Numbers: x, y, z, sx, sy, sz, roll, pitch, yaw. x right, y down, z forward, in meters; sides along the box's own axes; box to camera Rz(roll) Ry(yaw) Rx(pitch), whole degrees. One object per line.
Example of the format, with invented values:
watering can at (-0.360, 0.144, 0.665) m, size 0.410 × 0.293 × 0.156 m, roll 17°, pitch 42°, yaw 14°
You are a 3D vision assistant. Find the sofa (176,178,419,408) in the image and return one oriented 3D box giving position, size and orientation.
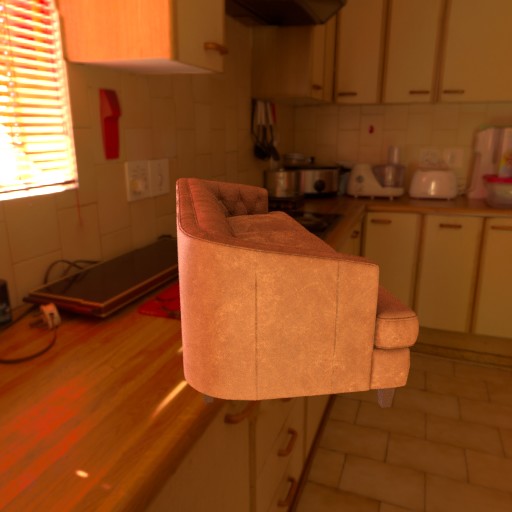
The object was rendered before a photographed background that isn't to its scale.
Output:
sofa at (0.000, 0.000, 2.707) m, size 0.922 × 0.791 × 2.257 m, roll -3°, pitch 16°, yaw -10°
